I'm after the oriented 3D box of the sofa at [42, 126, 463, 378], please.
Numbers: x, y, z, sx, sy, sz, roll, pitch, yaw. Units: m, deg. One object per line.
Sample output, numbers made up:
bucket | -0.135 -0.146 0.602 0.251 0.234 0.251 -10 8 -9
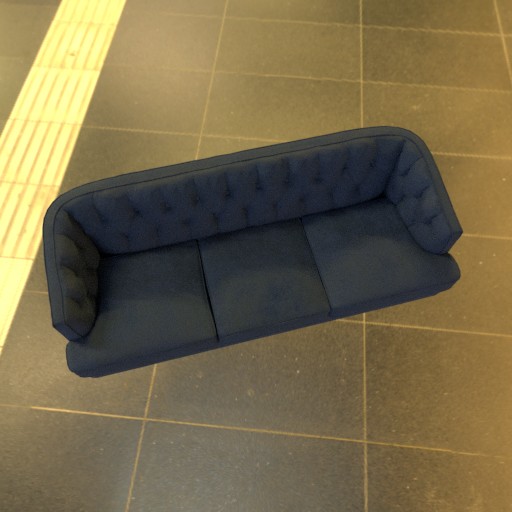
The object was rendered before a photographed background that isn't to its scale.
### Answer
sofa | 0.000 0.000 2.678 2.278 0.855 0.941 -13 64 -6
